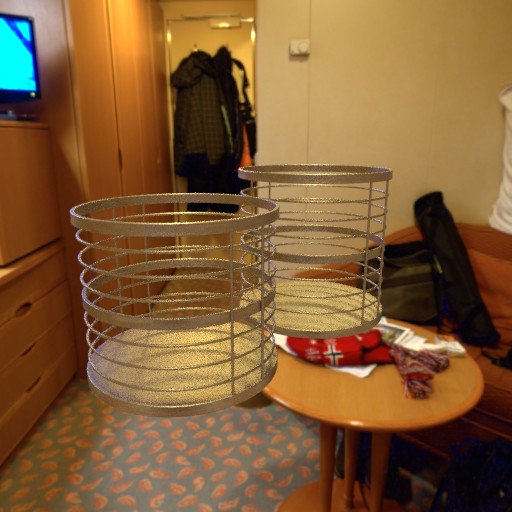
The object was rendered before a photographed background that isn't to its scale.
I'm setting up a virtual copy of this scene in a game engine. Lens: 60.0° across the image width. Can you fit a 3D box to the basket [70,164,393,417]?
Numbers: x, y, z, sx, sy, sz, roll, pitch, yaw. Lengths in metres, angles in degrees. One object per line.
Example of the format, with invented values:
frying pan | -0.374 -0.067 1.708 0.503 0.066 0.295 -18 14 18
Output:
basket | 0.000 0.000 0.948 0.356 0.351 0.746 14 20 42
